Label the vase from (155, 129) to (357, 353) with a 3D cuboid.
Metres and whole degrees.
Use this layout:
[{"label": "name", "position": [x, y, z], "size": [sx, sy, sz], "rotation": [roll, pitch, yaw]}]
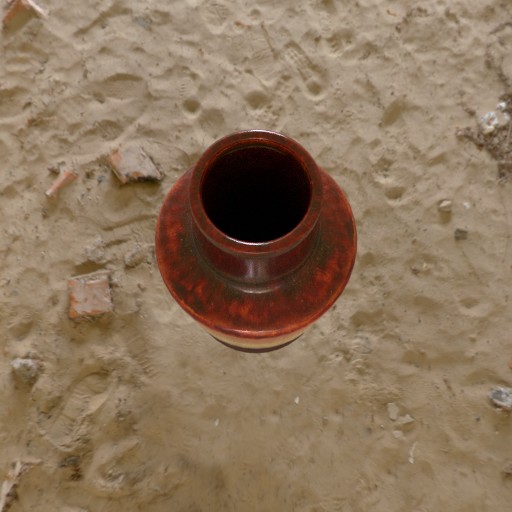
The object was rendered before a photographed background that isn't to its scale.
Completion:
[{"label": "vase", "position": [0.000, 0.000, 0.272], "size": [0.108, 0.204, 0.108], "rotation": [0, 75, 0]}]
